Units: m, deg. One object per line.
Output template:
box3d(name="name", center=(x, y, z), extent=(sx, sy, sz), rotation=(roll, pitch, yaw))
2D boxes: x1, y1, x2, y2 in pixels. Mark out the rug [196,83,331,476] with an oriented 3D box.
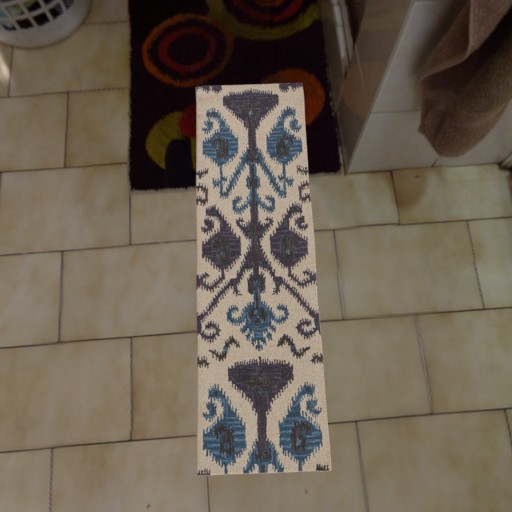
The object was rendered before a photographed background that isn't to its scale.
box3d(name="rug", center=(0.000, 0.000, 2.562), extent=(0.692, 0.017, 2.301), rotation=(-2, 75, -1))
